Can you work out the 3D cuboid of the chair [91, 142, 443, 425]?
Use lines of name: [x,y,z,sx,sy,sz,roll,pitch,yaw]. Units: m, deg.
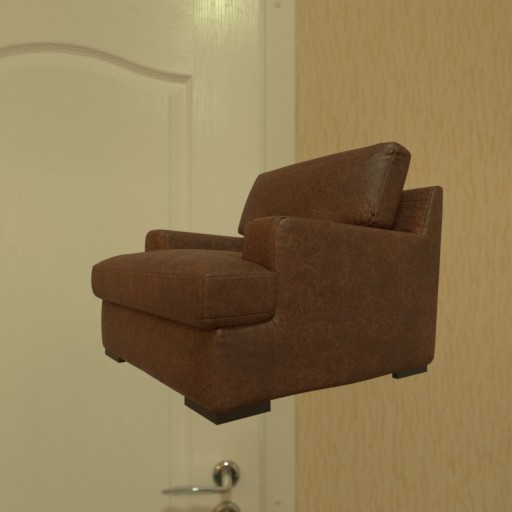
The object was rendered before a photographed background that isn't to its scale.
chair: [0.000,0.000,1.962,1.143,0.939,1.168,0,0,-35]
